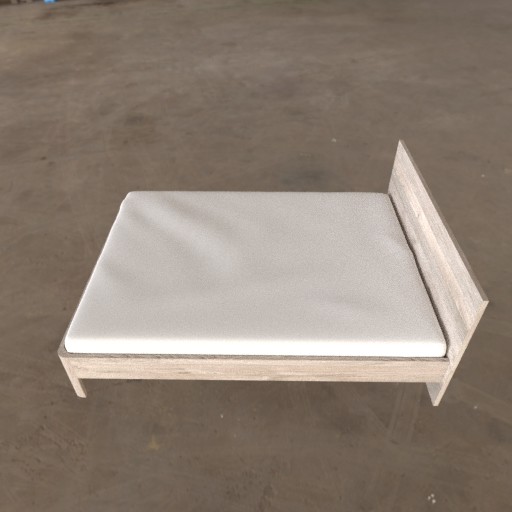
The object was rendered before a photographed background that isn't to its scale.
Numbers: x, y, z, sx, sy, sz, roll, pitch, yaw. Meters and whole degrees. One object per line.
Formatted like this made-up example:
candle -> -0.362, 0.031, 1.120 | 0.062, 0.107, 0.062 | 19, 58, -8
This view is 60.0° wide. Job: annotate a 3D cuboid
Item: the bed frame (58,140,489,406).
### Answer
bed frame -> 0.000, 0.000, 2.672 | 1.950, 0.800, 1.490 | 0, 40, 1
